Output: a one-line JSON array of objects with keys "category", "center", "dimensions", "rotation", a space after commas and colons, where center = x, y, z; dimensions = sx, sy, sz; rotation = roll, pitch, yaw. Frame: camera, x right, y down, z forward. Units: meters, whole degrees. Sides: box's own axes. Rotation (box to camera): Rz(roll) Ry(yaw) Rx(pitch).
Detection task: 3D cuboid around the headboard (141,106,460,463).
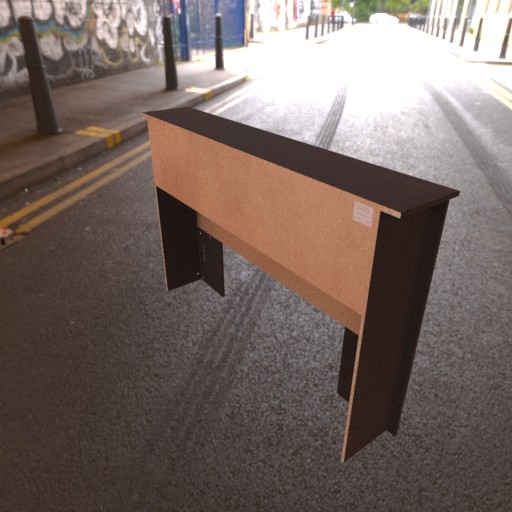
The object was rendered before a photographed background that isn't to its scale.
[{"category": "headboard", "center": [0.000, 0.000, 2.100], "dimensions": [0.279, 1.092, 1.671], "rotation": [-20, 34, -31]}]
